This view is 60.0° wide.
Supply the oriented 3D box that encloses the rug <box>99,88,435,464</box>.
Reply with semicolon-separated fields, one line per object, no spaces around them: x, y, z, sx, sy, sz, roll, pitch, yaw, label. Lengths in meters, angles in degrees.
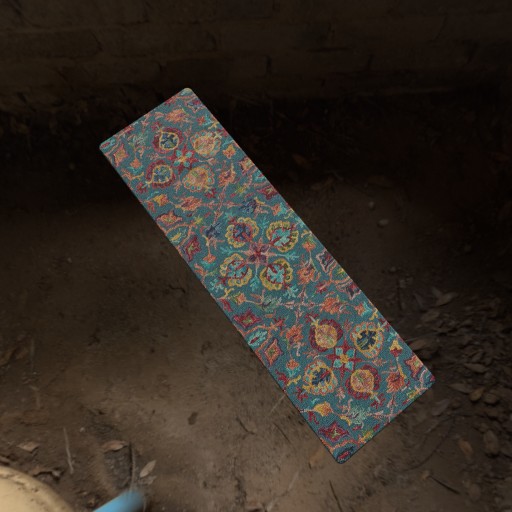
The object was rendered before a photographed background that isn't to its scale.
0.000;0.000;2.546;0.686;0.013;2.286;-37;79;-9;rug
